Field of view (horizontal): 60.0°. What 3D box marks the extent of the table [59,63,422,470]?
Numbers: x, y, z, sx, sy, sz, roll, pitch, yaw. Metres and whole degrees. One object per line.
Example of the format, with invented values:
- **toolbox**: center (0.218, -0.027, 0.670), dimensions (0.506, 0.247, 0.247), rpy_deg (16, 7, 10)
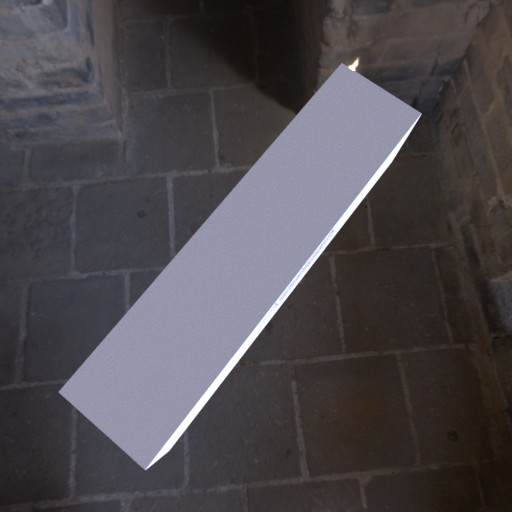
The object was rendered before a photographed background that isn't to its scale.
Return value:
- **table**: center (0.000, 0.000, 1.827), dimensions (0.390, 0.420, 1.650), rpy_deg (37, 78, 10)
